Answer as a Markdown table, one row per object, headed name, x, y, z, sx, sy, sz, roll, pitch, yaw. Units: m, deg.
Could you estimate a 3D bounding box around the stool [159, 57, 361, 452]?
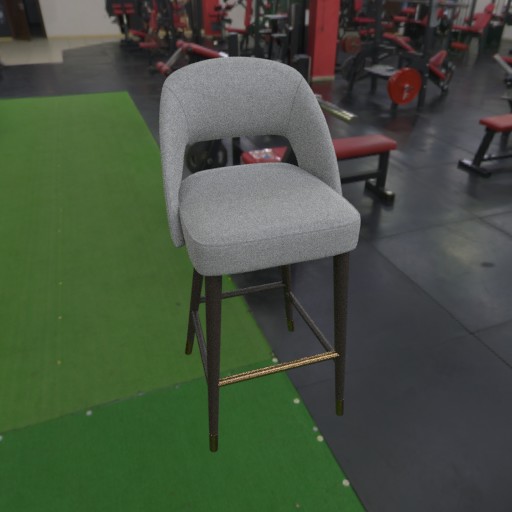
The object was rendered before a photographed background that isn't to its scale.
| name | x | y | z | sx | sy | sz | roll | pitch | yaw |
| --- | --- | --- | --- | --- | --- | --- | --- | --- | --- |
| stool | 0.000 | 0.000 | 1.335 | 0.494 | 1.037 | 0.509 | -10 | 34 | -15 |
